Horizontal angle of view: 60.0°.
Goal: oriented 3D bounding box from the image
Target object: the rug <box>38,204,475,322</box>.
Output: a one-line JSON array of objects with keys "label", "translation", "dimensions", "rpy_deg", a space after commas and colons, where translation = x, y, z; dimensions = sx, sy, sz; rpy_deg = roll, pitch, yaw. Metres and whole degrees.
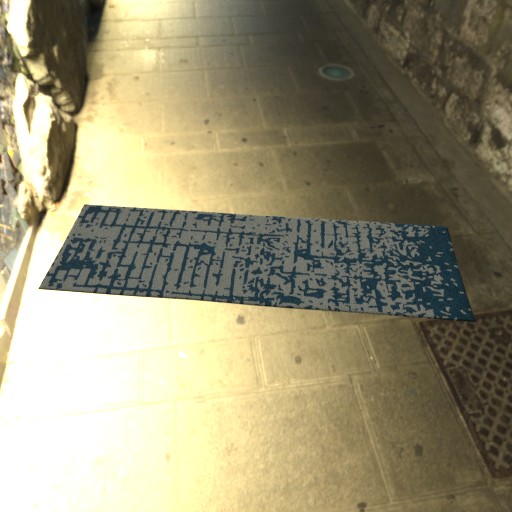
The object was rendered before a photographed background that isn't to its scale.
[{"label": "rug", "translation": [0.000, 0.000, 2.709], "dimensions": [2.435, 0.011, 0.750], "rpy_deg": [4, 47, 4]}]
